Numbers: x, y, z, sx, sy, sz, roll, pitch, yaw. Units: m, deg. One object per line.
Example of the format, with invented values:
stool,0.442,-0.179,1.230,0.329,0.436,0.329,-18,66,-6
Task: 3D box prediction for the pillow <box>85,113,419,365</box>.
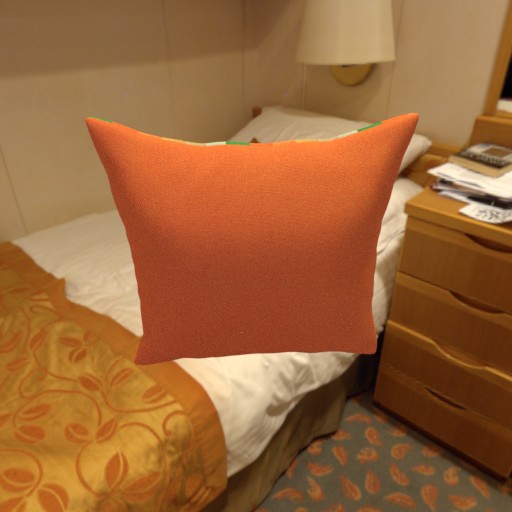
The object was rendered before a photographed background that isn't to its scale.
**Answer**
pillow,0.000,0.000,0.712,0.453,0.444,0.169,-2,31,-3
